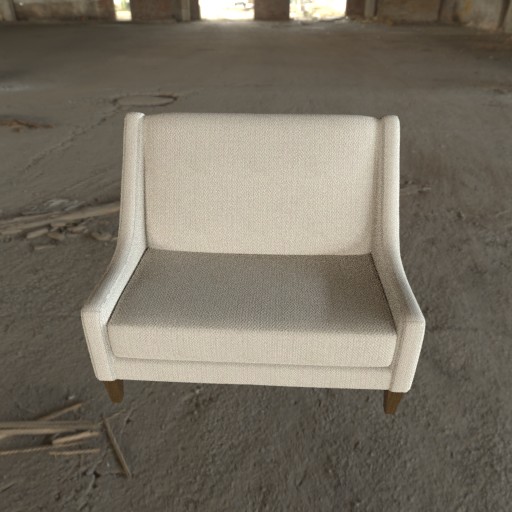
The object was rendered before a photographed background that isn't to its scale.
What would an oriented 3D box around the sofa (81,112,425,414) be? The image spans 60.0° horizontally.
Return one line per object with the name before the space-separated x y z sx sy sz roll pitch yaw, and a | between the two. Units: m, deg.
sofa | 0.000 0.000 1.894 1.242 1.022 0.870 2 31 3
